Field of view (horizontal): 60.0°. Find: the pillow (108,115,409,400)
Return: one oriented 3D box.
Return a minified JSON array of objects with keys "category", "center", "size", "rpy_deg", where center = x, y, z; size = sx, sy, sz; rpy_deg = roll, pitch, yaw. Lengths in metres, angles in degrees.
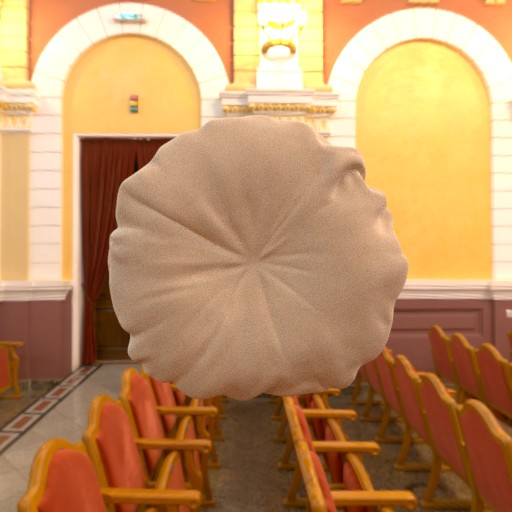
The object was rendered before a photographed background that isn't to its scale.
[{"category":"pillow","center":[0.000,0.000,0.651],"size":[0.428,0.407,0.148],"rpy_deg":[0,0,-1]}]
